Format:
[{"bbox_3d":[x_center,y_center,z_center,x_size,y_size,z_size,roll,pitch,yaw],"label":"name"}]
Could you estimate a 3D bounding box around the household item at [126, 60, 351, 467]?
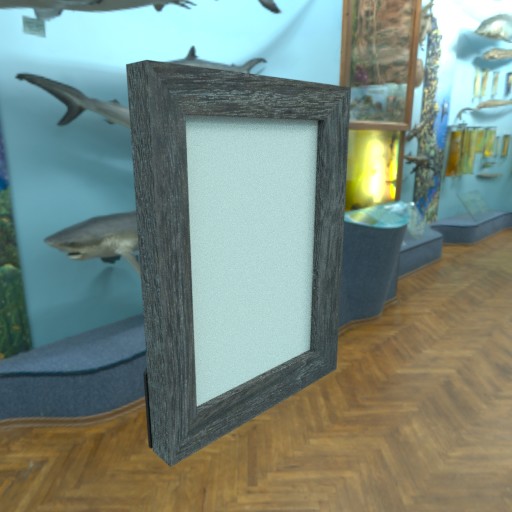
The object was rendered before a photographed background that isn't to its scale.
[{"bbox_3d":[0.000,0.000,0.240,0.133,0.180,0.020,-14,20,-42],"label":"household item"}]
